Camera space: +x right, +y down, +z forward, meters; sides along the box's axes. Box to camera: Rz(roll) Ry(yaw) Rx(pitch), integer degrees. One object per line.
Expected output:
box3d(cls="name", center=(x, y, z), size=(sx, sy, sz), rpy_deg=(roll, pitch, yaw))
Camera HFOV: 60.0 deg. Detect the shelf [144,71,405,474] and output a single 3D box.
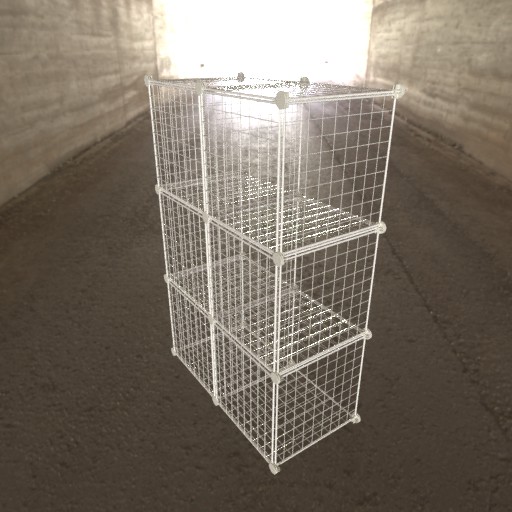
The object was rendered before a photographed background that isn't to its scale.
box3d(cls="shelf", center=(0.000, 0.000, 1.434), size=(0.356, 1.067, 0.711), rpy_deg=(-17, 30, -31))
